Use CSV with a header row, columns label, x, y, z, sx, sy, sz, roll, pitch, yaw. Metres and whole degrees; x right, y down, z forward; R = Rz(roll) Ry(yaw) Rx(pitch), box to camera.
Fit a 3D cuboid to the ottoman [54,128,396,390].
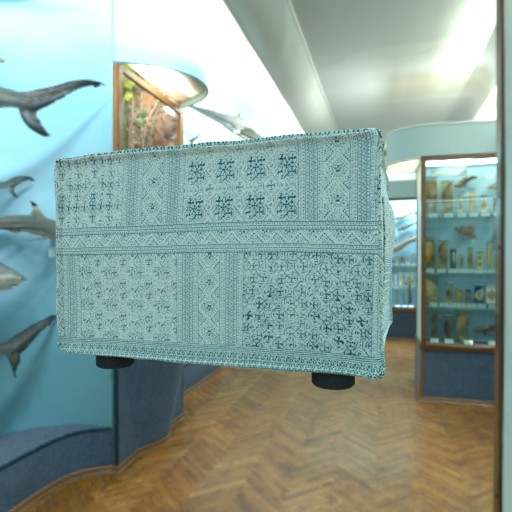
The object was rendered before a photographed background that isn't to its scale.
label,x,y,z,sx,sy,sz,roll,pitch,yaw
ottoman,0.000,0.000,1.041,0.626,0.439,0.617,0,0,18
